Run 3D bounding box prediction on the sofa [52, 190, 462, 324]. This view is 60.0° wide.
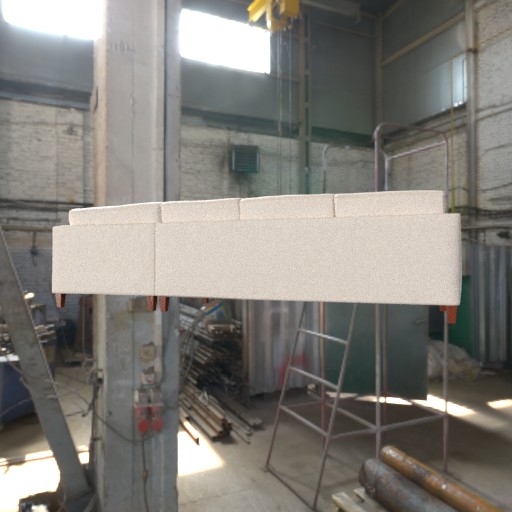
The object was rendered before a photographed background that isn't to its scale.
[{"bbox_3d":[0.000,0.000,4.265,3.471,0.954,1.606,0,-1,19],"label":"sofa"}]
